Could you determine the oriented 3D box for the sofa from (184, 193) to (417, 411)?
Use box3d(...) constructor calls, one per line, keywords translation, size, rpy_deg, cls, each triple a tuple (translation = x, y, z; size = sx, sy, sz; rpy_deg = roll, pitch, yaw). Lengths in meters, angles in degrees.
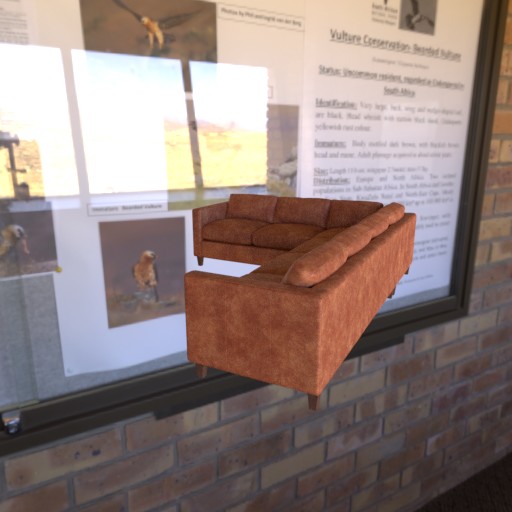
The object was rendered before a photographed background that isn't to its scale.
box3d(translation=(0.000, 0.000, 4.251), size=(2.438, 0.838, 3.150), rpy_deg=(7, 16, 27), cls="sofa")
